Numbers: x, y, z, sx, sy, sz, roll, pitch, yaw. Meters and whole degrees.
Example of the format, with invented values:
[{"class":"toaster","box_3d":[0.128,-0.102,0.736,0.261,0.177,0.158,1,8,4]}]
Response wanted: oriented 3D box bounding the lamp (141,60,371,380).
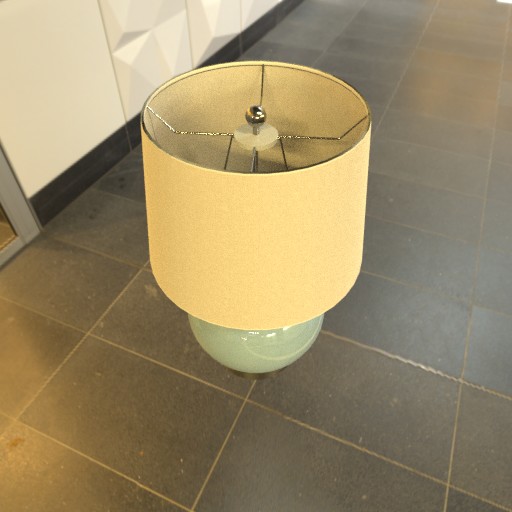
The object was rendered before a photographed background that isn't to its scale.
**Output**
[{"class":"lamp","box_3d":[0.000,0.000,0.538,0.247,0.387,0.247,0,46,0]}]
